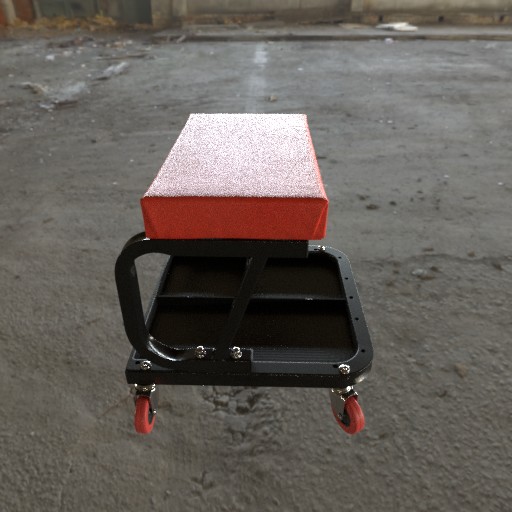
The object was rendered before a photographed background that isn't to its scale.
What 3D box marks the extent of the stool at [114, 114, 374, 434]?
[{"bbox_3d":[0.000,0.000,0.743,0.371,0.380,0.446,1,32,1],"label":"stool"}]
